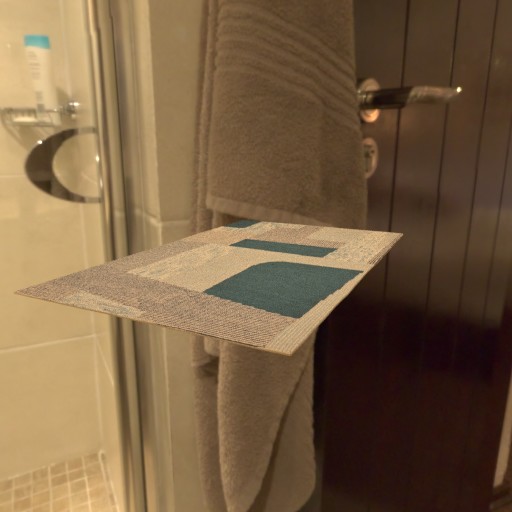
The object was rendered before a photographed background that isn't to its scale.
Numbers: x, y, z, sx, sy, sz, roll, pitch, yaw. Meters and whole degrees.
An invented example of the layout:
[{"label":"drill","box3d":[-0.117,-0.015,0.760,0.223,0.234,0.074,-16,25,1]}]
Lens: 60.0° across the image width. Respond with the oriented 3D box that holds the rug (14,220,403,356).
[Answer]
[{"label":"rug","box3d":[0.000,0.000,2.961,1.521,0.015,2.436,7,16,26]}]
